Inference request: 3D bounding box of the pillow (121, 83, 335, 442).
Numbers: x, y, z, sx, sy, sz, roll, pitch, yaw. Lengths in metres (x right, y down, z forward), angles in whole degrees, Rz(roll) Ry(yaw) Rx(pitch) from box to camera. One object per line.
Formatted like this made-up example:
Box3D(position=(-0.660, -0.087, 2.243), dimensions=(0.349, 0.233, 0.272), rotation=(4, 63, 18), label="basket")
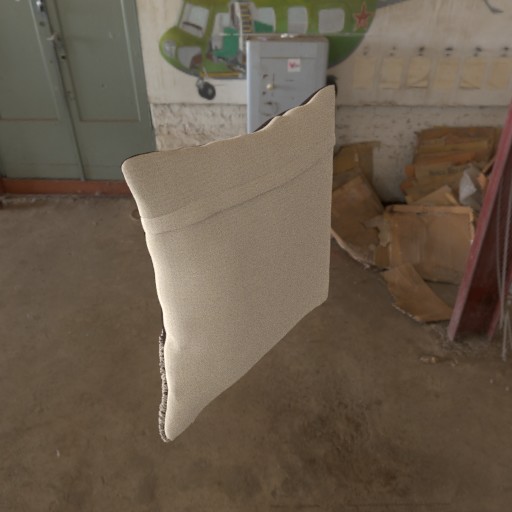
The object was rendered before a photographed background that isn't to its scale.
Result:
Box3D(position=(0.000, 0.000, 0.738), dimensions=(0.178, 0.473, 0.475), rotation=(22, 38, 31), label="pillow")
